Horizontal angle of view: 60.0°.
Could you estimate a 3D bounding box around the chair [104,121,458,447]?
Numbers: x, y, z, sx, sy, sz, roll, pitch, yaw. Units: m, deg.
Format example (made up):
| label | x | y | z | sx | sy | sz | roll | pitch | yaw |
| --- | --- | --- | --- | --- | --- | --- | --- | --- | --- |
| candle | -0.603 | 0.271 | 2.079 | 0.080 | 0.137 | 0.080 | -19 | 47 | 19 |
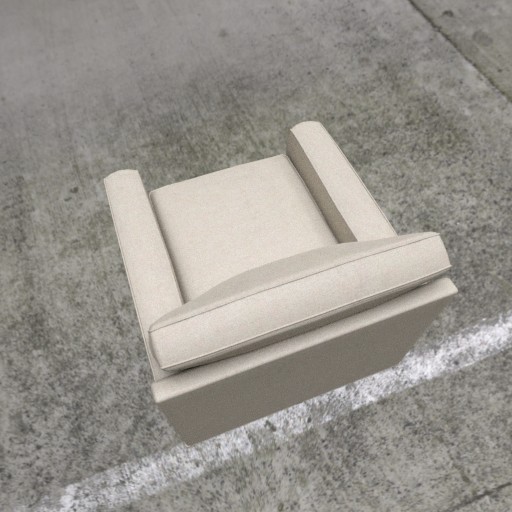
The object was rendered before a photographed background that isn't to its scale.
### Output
| label | x | y | z | sx | sy | sz | roll | pitch | yaw |
| --- | --- | --- | --- | --- | --- | --- | --- | --- | --- |
| chair | 0.000 | 0.000 | 1.804 | 0.998 | 0.913 | 1.043 | -18 | 59 | -11 |
